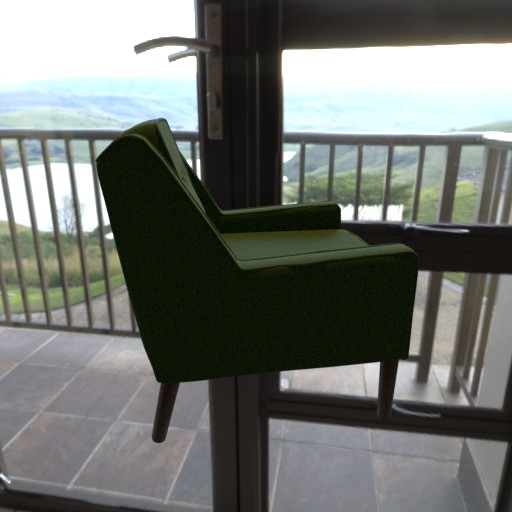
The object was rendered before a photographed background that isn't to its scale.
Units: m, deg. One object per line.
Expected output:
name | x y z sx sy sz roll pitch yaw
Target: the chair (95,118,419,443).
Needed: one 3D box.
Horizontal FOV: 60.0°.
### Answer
chair | 0.000 0.000 1.329 0.743 0.792 0.663 -3 18 -8
